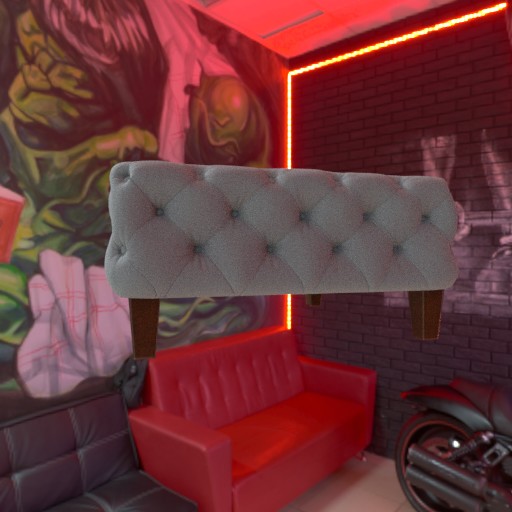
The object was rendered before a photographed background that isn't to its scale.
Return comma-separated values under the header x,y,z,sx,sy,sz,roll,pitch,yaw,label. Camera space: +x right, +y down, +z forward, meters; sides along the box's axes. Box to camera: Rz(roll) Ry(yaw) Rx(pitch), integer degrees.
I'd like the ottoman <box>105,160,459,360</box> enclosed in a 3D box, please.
x,y,z,sx,sy,sz,roll,pitch,yaw,label
0.000,0.000,1.451,0.911,0.439,0.917,0,1,-17,ottoman
